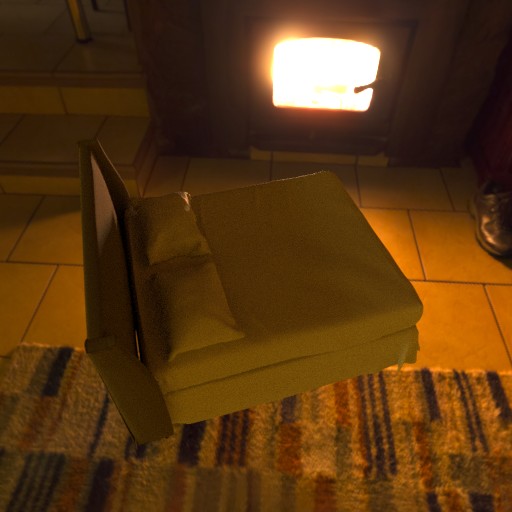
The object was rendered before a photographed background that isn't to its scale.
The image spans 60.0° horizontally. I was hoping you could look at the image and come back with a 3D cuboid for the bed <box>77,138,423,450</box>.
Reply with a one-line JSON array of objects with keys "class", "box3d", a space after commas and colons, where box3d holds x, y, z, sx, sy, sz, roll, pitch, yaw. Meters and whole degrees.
[{"class": "bed", "box3d": [0.000, 0.000, 3.410, 2.276, 1.332, 1.925, -12, 49, -11]}]
